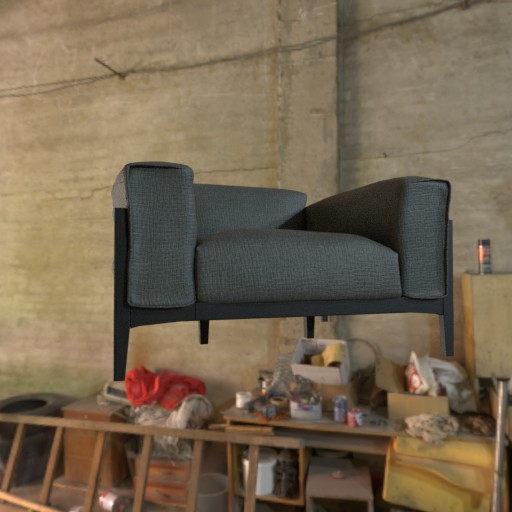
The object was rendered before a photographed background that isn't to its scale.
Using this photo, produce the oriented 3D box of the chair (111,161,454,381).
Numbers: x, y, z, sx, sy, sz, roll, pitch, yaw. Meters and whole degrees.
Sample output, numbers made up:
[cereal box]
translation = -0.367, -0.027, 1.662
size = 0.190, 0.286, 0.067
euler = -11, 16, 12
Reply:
[chair]
translation = 0.000, 0.000, 1.698
size = 1.056, 0.646, 0.969
euler = 0, -1, -17
